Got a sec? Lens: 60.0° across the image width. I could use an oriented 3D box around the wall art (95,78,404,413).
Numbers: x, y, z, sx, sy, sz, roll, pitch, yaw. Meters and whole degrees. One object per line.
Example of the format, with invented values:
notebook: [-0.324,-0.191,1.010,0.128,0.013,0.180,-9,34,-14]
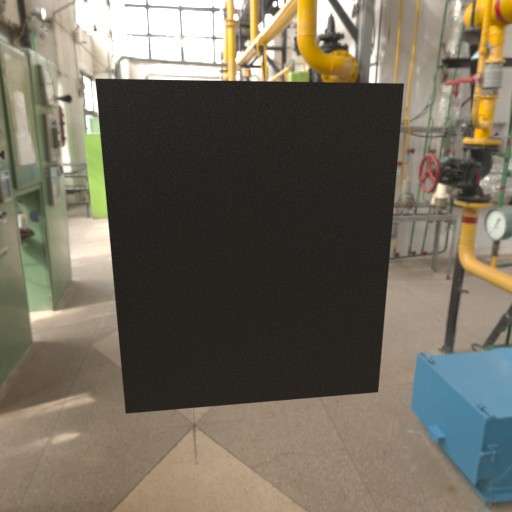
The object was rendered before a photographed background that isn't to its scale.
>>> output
wall art: [0.000,0.000,0.687,0.428,0.505,0.023,-2,16,-8]
